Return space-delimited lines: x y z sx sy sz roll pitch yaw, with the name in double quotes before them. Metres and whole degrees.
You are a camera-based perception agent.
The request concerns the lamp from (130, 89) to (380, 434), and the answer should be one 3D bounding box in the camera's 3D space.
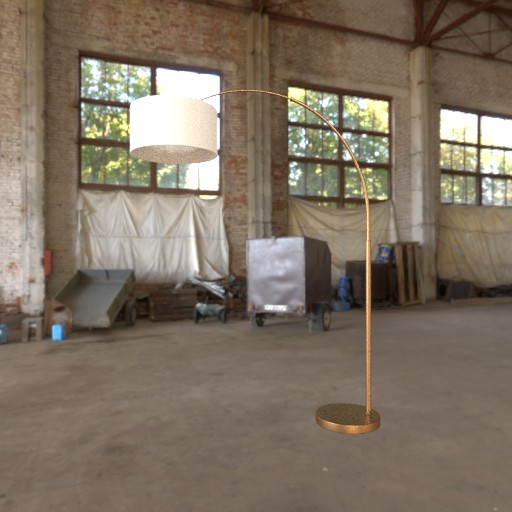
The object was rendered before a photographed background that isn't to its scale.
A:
"lamp" 0.000 0.000 2.569 1.434 1.927 0.493 0 0 -1
